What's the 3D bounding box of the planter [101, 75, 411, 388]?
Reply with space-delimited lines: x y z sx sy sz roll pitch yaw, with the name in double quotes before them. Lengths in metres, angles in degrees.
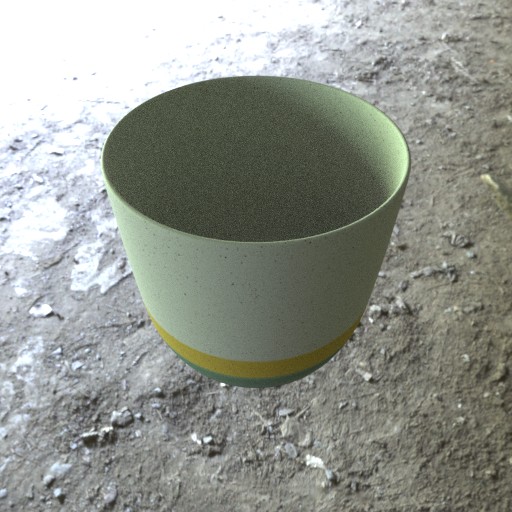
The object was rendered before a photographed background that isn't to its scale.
"planter" 0.000 0.000 0.361 0.195 0.214 0.195 0 46 0
